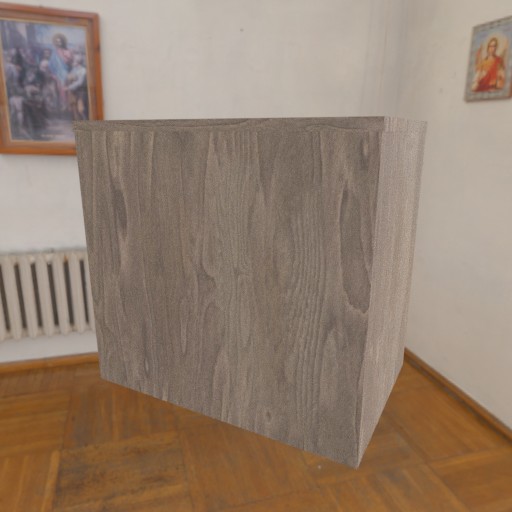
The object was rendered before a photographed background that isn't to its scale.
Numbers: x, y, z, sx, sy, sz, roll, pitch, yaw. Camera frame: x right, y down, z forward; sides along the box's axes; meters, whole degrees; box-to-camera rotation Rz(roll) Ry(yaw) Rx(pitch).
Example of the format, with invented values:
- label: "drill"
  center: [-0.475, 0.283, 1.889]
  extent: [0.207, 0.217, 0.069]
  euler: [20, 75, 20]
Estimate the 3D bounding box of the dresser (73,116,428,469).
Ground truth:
- label: "dresser"
  center: [0.000, 0.000, 1.308]
  extent: [0.809, 0.762, 0.529]
  euler: [8, 18, 27]
